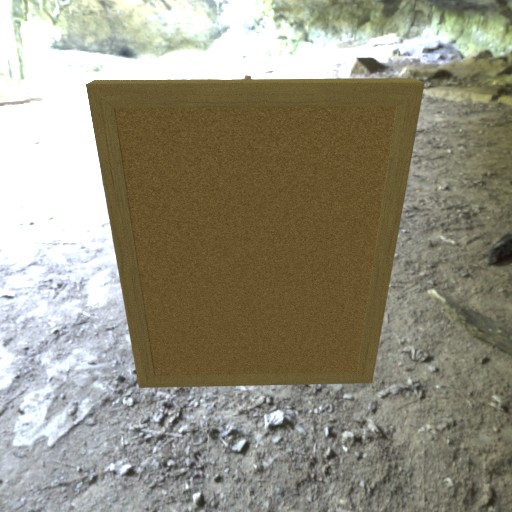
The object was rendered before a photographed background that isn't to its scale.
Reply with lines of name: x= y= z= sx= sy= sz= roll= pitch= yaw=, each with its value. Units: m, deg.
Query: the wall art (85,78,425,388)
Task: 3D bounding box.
wall art: x=0.000 y=0.000 z=0.512 sx=0.312 sy=0.380 sz=0.030 roll=-1 pitch=29 yaw=-1
